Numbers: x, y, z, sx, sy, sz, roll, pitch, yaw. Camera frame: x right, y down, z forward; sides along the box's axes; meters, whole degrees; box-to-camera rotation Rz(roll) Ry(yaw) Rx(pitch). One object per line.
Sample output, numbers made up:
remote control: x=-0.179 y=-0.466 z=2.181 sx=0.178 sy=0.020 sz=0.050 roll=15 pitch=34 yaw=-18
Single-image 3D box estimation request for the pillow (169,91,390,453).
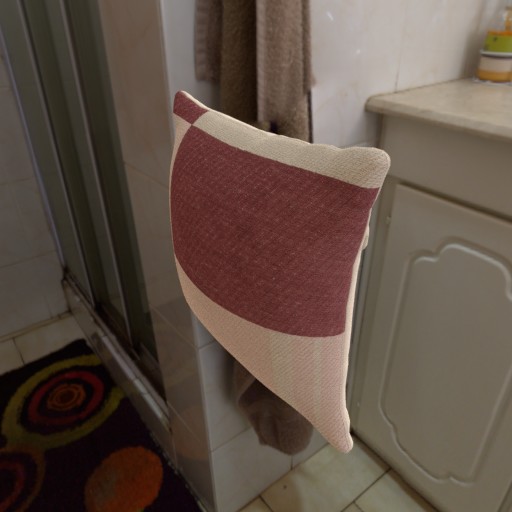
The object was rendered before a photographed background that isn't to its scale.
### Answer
pillow: x=0.000 y=0.000 z=0.792 sx=0.229 sy=0.506 sz=0.536 roll=-20 pitch=36 yaw=-30
